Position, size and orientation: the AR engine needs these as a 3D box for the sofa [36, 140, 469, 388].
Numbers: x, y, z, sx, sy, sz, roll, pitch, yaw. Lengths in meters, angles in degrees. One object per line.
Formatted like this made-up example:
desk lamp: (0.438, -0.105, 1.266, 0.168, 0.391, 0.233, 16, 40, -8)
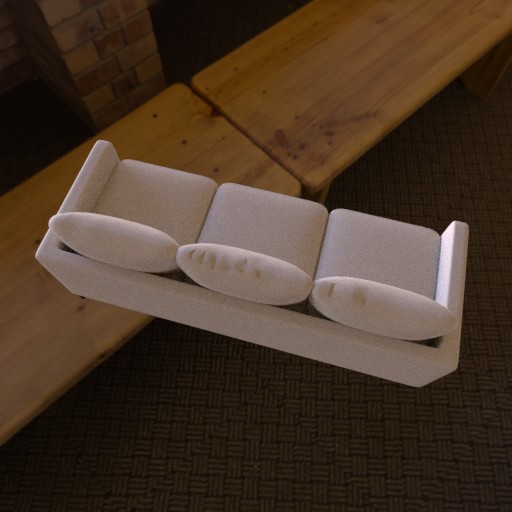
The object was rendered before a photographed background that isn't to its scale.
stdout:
sofa: (0.000, 0.000, 2.591, 2.218, 0.874, 0.859, 14, 65, 7)
